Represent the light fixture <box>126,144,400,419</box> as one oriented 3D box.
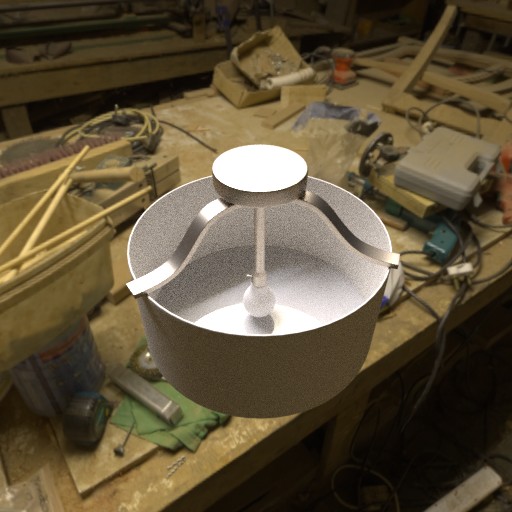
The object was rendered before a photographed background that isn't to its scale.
[{"bbox_3d":[0.000,0.000,0.675,0.395,0.304,0.395,0,40,0],"label":"light fixture"}]
